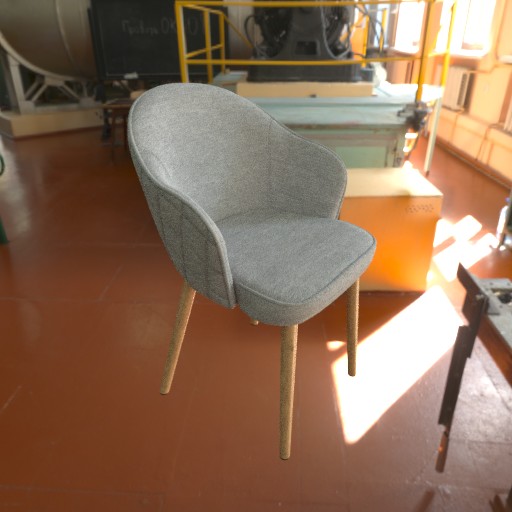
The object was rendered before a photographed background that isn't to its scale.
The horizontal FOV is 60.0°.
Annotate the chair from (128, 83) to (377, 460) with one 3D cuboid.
[{"bbox_3d":[0.000,0.000,1.137,0.530,0.800,0.540,19,32,33],"label":"chair"}]
